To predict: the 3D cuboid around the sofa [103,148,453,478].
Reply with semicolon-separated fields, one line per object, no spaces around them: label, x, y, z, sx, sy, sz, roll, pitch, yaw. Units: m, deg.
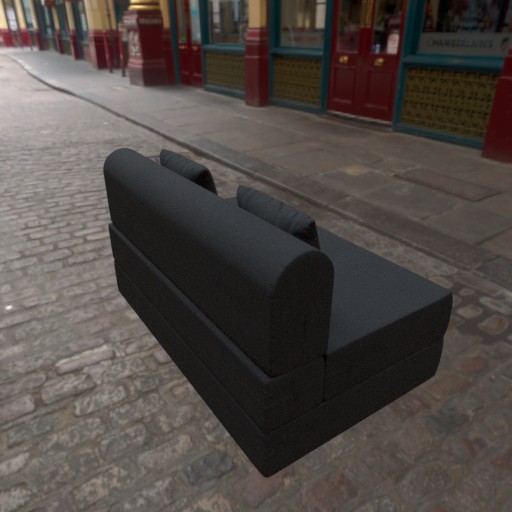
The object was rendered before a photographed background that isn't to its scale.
sofa;0.000;0.000;1.703;0.762;0.670;1.225;-17;31;-30
